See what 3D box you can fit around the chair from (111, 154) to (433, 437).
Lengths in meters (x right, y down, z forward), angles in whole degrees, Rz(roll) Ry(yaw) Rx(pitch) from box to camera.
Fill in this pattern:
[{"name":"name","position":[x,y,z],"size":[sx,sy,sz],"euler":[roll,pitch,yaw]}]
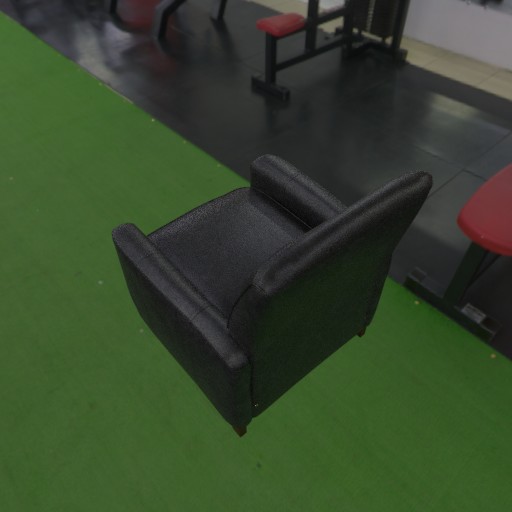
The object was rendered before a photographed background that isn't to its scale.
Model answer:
[{"name":"chair","position":[0.000,0.000,1.716],"size":[0.848,1.014,0.864],"euler":[-32,54,-26]}]
